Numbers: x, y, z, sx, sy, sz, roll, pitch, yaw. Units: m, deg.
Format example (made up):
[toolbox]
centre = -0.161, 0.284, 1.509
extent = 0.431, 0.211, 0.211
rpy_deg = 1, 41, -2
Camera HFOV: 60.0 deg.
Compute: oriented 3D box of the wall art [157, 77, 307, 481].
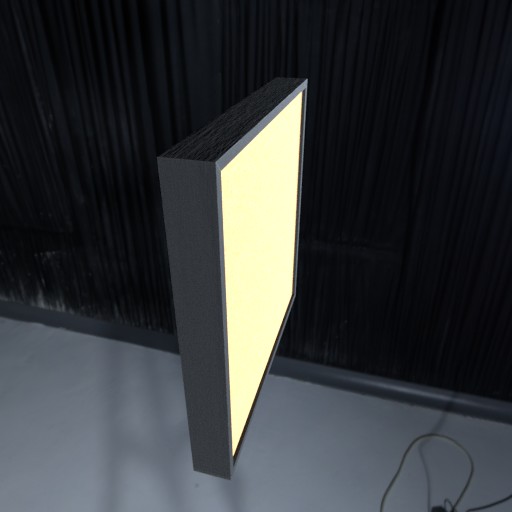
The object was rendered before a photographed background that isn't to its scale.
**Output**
[wall art]
centre = 0.000, 0.000, 0.464
extent = 0.037, 0.305, 0.305
rpy_deg = 8, 32, 13
